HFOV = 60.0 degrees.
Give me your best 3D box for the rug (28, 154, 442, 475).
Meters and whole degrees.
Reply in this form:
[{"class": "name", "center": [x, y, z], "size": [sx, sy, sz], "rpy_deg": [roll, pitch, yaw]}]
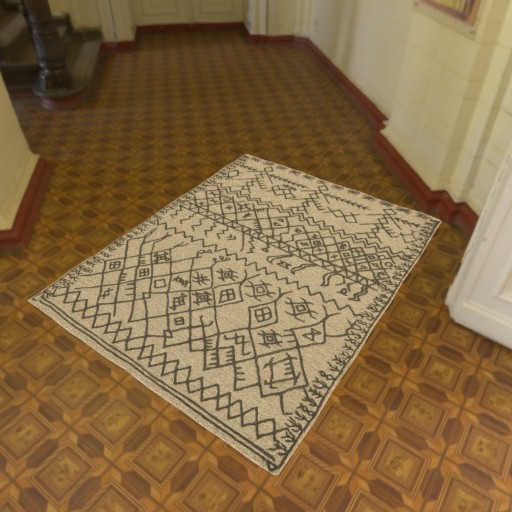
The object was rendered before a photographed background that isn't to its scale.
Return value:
[{"class": "rug", "center": [0.000, 0.000, 3.230], "size": [1.964, 0.025, 2.455], "rpy_deg": [25, 47, 26]}]
